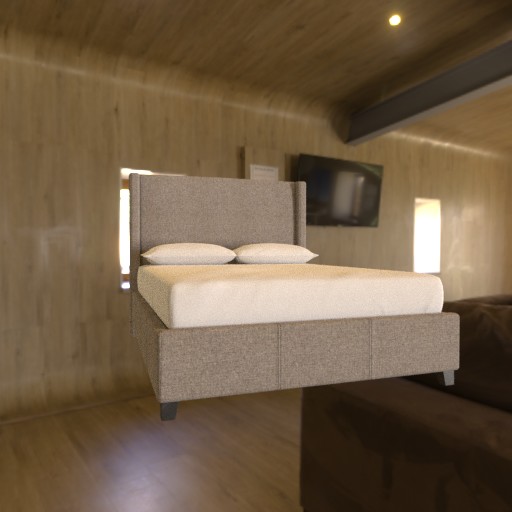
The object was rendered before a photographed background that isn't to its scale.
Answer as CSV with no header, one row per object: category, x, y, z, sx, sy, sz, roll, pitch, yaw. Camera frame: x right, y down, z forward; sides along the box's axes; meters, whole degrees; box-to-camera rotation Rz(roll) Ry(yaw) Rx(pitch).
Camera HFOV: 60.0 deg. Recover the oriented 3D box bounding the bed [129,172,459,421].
bed,0.000,0.000,3.318,1.714,1.476,2.245,0,1,-19
